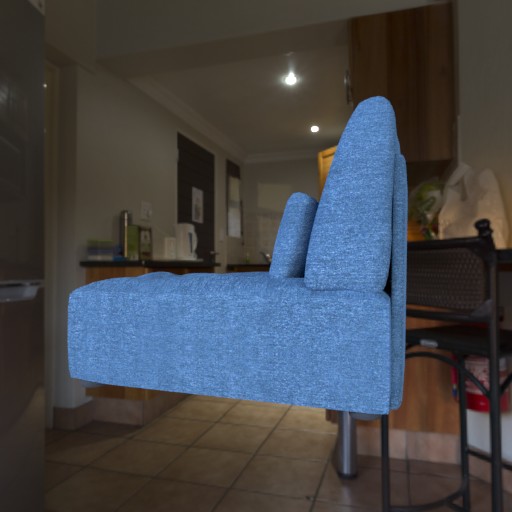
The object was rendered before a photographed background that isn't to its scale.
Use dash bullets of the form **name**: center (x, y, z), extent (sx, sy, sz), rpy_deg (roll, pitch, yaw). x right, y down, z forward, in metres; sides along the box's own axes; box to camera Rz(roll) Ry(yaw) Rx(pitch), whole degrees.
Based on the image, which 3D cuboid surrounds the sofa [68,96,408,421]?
- **sofa**: center (0.000, 0.000, 1.549), extent (1.000, 0.820, 0.700), rpy_deg (0, -1, 19)
